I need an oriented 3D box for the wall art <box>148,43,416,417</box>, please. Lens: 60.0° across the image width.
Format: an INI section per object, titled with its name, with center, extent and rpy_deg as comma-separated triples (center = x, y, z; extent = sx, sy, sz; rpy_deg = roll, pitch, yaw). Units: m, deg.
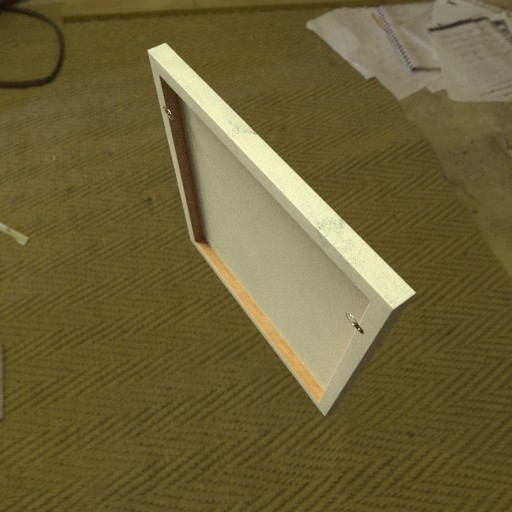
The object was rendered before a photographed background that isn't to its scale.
[wall art]
center = 0.000, 0.000, 0.918
extent = 0.040, 0.612, 0.612
rpy_deg = -31, 64, -18
